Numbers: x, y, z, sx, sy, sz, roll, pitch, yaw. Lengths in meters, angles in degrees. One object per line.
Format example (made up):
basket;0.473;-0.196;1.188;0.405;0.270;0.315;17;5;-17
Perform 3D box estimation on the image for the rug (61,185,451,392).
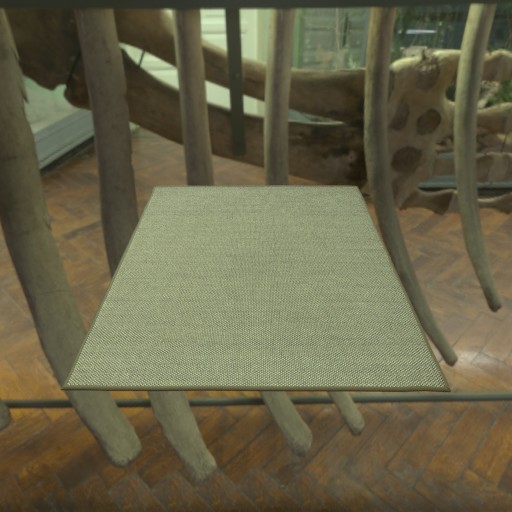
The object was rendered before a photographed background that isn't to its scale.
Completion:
rug;0.000;0.000;3.987;2.413;0.020;3.041;0;33;0
